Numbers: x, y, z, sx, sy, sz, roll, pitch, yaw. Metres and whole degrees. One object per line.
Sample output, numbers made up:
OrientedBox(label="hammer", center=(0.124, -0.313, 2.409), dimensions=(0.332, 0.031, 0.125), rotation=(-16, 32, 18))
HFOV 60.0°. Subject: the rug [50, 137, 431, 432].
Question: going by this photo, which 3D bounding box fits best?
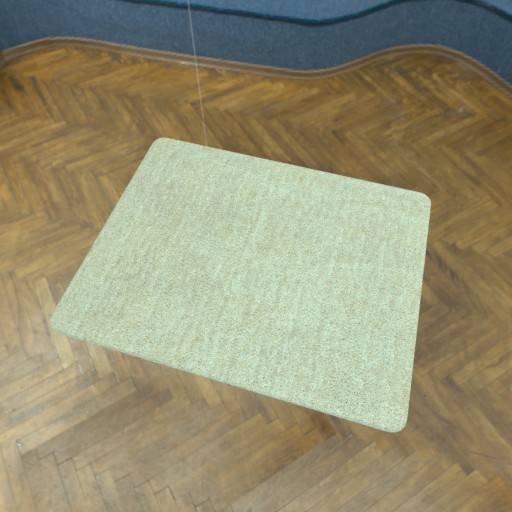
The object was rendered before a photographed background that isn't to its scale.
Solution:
OrientedBox(label="rug", center=(0.000, 0.000, 3.455), dimensions=(2.528, 0.048, 2.009), rotation=(14, 59, 9))
